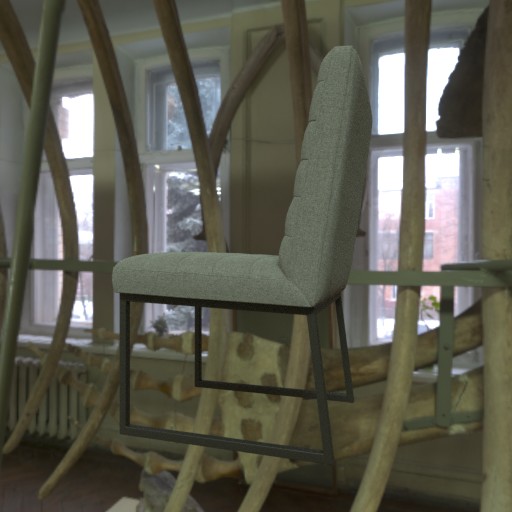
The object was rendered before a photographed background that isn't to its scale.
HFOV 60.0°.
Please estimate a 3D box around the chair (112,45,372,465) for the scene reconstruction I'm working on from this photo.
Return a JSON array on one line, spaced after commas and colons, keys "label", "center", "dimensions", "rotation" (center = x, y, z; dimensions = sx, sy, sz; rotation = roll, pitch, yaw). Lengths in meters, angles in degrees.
[{"label": "chair", "center": [0.000, 0.000, 1.282], "dimensions": [0.634, 0.930, 0.520], "rotation": [0, 0, 18]}]
